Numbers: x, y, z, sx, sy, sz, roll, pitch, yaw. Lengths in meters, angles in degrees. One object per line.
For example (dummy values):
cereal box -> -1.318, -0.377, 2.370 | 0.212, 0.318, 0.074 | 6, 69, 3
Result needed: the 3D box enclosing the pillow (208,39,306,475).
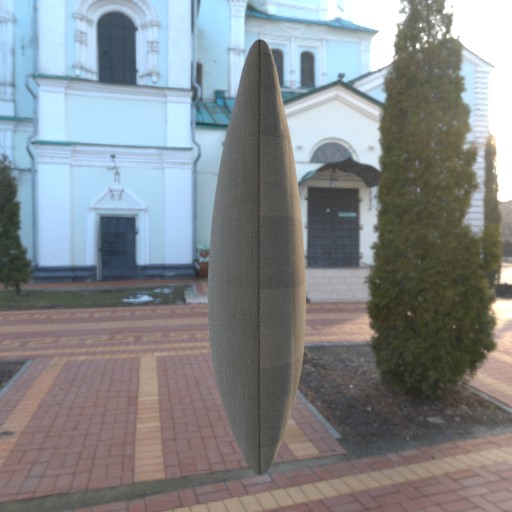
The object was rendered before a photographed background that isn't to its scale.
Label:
pillow -> 0.000, 0.000, 0.766 | 0.161, 0.509, 0.511 | 0, 1, -1
